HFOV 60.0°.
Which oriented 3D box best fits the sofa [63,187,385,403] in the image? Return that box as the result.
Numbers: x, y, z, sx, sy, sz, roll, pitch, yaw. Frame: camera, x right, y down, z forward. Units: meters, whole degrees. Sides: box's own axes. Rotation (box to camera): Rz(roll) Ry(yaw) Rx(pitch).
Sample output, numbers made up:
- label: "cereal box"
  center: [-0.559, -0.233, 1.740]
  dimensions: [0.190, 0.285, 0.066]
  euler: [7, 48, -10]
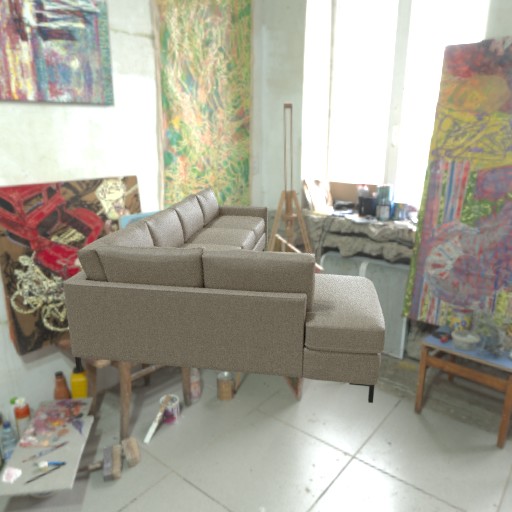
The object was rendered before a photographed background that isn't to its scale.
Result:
- label: "sofa"
  center: [0.000, 0.000, 3.273]
  dimensions: [1.617, 0.703, 2.423]
  euler: [3, 17, 9]
